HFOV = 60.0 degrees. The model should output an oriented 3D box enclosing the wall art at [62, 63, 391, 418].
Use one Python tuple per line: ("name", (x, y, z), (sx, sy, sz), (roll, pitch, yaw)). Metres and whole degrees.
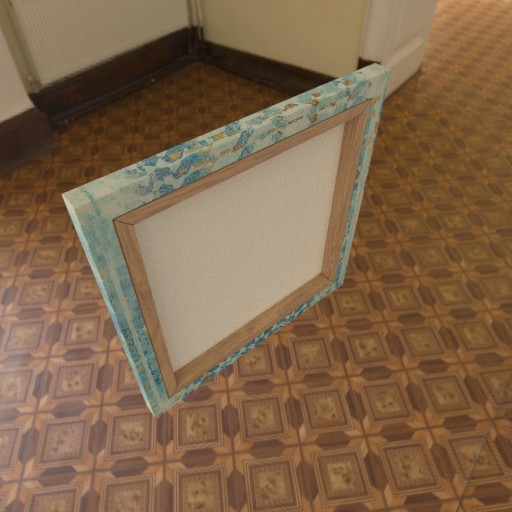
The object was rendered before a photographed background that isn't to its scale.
("wall art", (0.000, 0.000, 0.905), (0.609, 0.609, 0.040), (-31, 54, -26))
